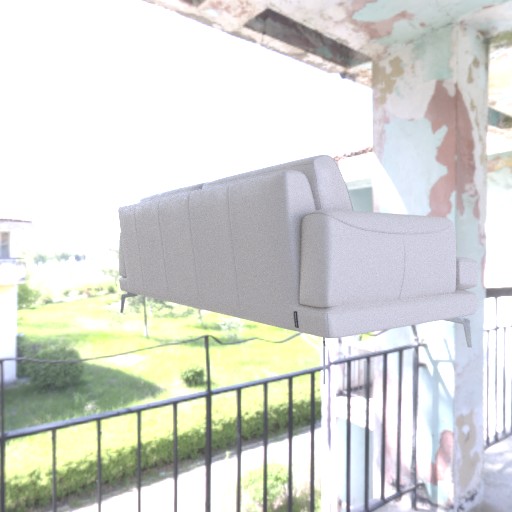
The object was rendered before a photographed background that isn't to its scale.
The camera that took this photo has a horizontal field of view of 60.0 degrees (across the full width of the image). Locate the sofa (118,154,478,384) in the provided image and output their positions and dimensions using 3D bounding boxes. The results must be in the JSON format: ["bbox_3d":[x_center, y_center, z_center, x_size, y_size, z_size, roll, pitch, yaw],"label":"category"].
[{"bbox_3d":[0.000,0.000,2.383,0.974,0.765,1.940,-1,1,-36],"label":"sofa"}]
